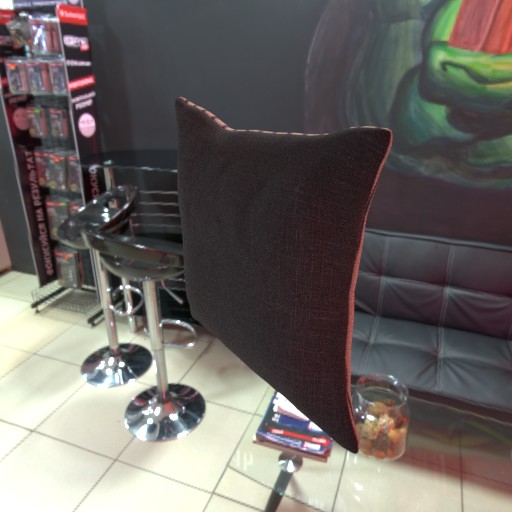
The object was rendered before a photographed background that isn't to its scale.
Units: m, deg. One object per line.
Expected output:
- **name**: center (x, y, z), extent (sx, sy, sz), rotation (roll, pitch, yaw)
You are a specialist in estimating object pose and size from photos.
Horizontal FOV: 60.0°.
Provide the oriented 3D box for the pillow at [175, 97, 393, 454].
- **pillow**: center (0.000, 0.000, 0.694), extent (0.138, 0.444, 0.468), rotation (-16, 29, -33)
